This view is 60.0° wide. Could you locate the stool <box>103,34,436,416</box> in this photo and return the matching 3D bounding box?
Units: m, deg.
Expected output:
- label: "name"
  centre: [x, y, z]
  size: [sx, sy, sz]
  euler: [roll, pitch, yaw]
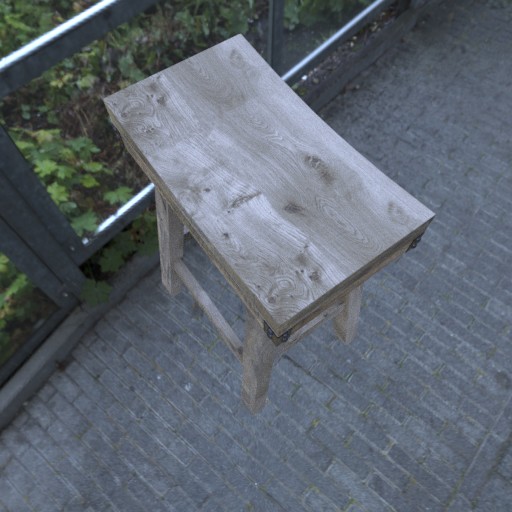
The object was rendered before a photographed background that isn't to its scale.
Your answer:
- label: "stool"
  centre: [0.000, 0.000, 0.901]
  size: [0.330, 0.635, 0.450]
  euler: [-33, 67, -16]
